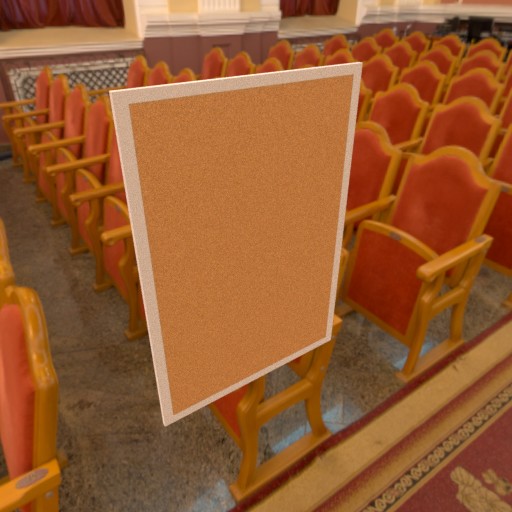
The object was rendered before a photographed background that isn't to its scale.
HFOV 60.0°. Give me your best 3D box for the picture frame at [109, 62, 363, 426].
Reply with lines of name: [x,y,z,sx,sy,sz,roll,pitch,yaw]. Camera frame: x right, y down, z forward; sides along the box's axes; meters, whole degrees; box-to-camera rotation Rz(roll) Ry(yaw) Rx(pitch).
picture frame: [0.000,0.000,1.226,0.659,0.940,0.013,-20,36,-29]
